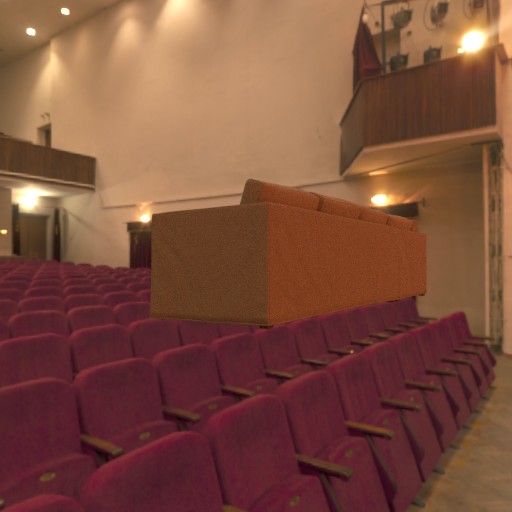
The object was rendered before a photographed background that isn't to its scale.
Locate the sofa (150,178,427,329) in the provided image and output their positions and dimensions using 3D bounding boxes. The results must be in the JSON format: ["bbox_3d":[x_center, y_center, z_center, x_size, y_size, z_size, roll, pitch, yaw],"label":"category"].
[{"bbox_3d":[0.000,0.000,4.329,2.432,0.871,3.182,-1,-1,36],"label":"sofa"}]
